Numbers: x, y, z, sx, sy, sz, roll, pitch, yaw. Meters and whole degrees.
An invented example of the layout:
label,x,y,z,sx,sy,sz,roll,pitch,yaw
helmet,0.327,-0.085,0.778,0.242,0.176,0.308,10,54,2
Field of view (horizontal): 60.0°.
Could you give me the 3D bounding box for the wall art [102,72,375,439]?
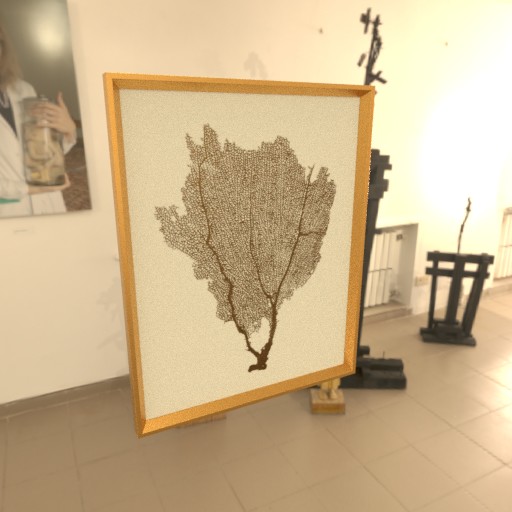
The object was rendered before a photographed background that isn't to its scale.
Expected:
label,x,y,z,sx,sy,sz,roll,pitch,yaw
wall art,0.000,0.000,1.032,0.610,0.762,0.038,-8,18,-26
